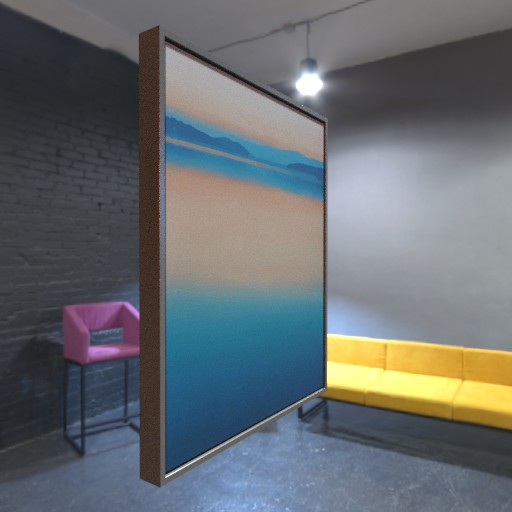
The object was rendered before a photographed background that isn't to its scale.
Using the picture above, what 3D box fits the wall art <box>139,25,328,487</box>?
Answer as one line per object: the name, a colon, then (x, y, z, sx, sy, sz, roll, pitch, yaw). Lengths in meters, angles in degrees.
wall art: (0.000, 0.000, 0.726, 0.037, 0.554, 0.453, 0, 1, 35)
